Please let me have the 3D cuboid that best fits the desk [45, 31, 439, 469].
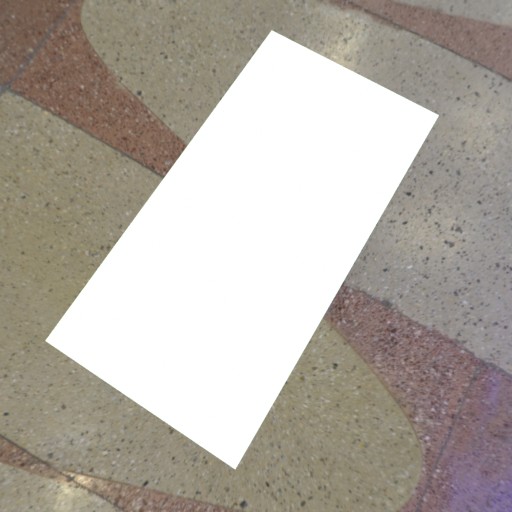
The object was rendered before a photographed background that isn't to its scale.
[{"bbox_3d":[0.000,0.000,1.539,0.560,0.730,1.096,31,77,8],"label":"desk"}]
